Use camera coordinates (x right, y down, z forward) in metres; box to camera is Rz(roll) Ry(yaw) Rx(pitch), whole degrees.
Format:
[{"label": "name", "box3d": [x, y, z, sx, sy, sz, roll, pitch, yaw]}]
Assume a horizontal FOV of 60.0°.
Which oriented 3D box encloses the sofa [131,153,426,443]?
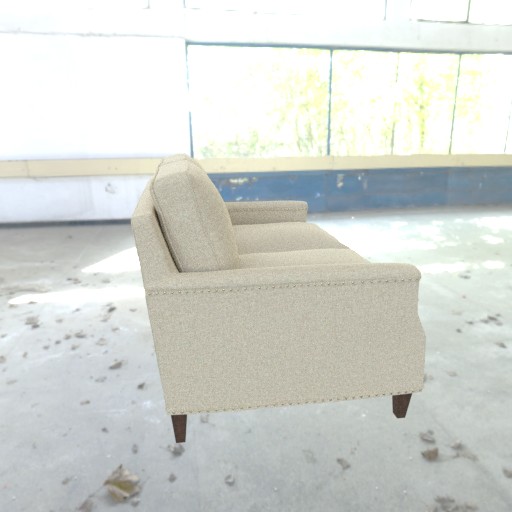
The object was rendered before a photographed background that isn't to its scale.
[{"label": "sofa", "box3d": [0.000, 0.000, 2.287, 1.084, 1.003, 1.597, -3, 16, -9]}]
